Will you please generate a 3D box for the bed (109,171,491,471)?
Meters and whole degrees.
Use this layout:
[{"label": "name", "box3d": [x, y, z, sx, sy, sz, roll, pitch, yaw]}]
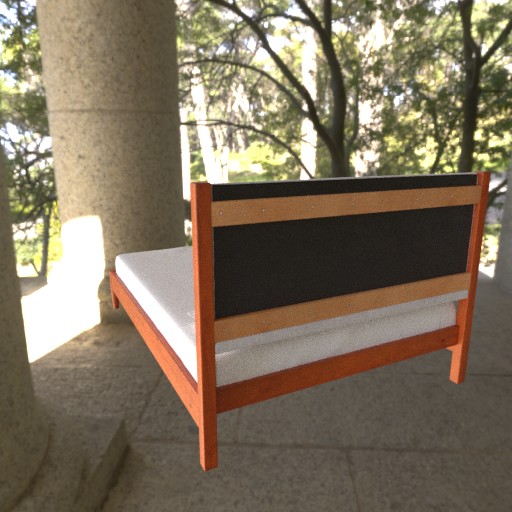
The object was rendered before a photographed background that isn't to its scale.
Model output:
[{"label": "bed", "box3d": [0.000, 0.000, 2.919, 1.566, 1.165, 2.117, -7, 16, -26]}]
